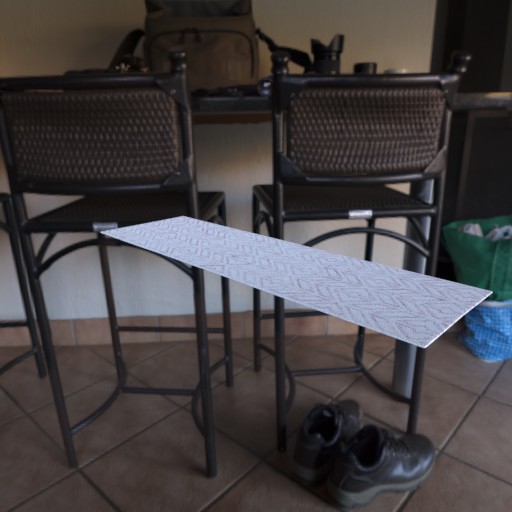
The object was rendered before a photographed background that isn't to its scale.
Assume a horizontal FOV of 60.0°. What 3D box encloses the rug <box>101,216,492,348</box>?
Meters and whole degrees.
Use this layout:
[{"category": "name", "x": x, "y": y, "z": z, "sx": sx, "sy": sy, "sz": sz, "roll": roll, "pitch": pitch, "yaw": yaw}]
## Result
[{"category": "rug", "x": 0.000, "y": 0.000, "z": 2.676, "sx": 2.435, "sy": 0.009, "sz": 0.750, "roll": 16, "pitch": 24, "yaw": 42}]
